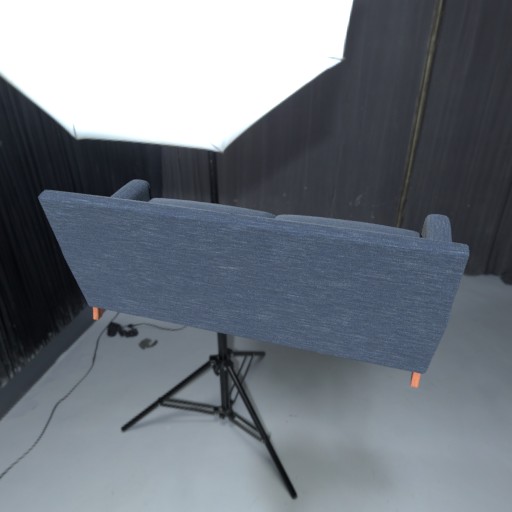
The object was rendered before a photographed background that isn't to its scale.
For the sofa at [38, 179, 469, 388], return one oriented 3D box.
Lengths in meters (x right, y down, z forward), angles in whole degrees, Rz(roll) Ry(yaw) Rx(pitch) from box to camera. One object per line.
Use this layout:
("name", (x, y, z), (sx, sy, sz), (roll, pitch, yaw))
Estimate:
("sofa", (0.000, 0.000, 2.426), (1.976, 0.846, 0.875), (9, 31, 15))
